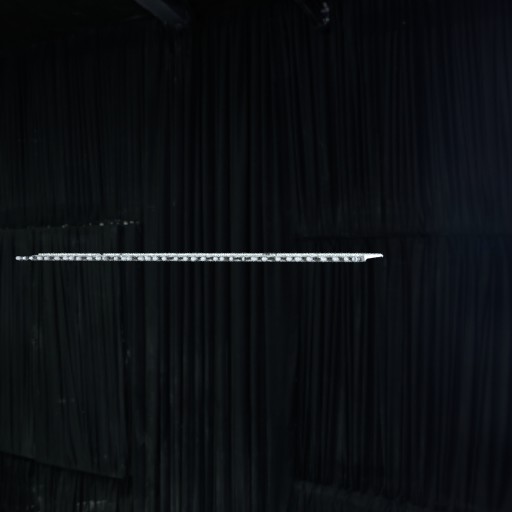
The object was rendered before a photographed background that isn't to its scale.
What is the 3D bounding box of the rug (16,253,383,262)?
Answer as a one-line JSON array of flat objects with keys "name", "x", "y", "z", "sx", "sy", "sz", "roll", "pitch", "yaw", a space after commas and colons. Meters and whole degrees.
[{"name": "rug", "x": 0.000, "y": 0.000, "z": 2.825, "sx": 1.494, "sy": 0.031, "sz": 2.307, "roll": 0, "pitch": 0, "yaw": 18}]
